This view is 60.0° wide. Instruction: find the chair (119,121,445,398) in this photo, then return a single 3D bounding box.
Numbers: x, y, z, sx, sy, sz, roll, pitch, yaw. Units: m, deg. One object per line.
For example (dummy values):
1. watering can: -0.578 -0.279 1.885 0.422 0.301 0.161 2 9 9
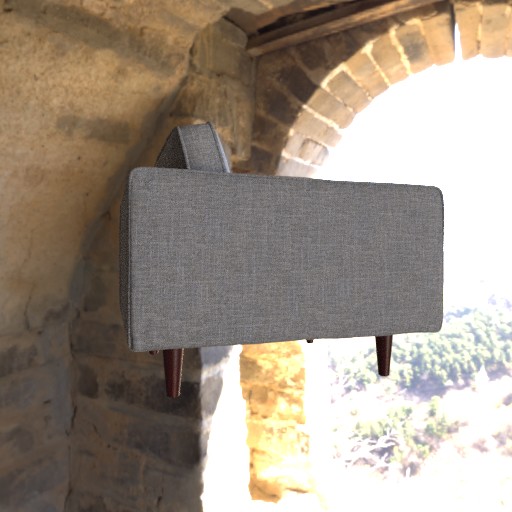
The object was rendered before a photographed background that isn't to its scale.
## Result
1. chair: 0.000 0.000 1.572 0.914 0.765 0.889 0 0 -18
